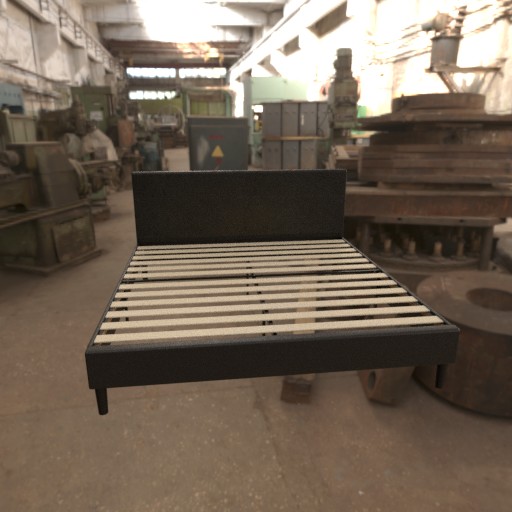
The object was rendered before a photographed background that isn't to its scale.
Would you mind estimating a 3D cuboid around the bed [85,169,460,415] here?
[{"bbox_3d":[0.000,0.000,3.318,2.018,1.046,2.152,-2,17,-7],"label":"bed"}]
